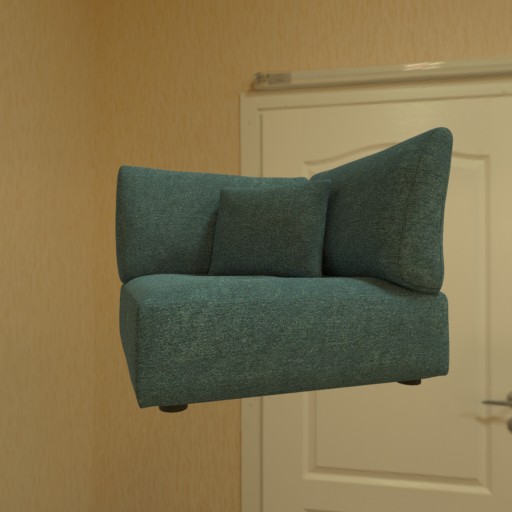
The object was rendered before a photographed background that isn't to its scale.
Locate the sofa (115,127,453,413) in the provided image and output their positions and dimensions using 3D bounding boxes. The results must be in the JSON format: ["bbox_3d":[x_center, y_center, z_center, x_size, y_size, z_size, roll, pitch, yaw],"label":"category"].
[{"bbox_3d":[0.000,0.000,1.689,1.000,0.820,1.000,0,-1,-19],"label":"sofa"}]
